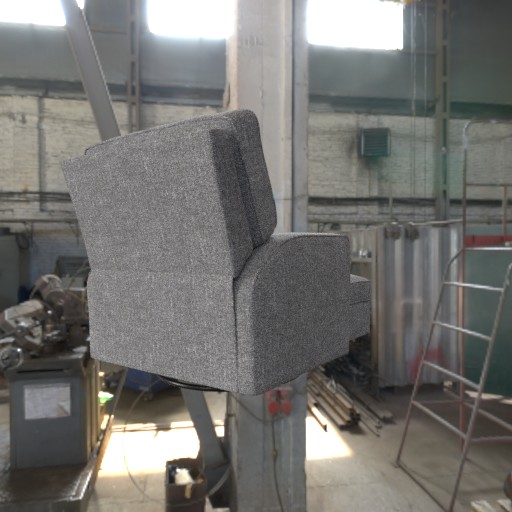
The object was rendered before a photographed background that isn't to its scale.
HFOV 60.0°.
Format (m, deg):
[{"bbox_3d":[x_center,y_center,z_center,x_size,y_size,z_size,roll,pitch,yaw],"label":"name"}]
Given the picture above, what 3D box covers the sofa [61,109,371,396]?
[{"bbox_3d":[0.000,0.000,2.028,0.861,0.959,1.472,0,1,36],"label":"sofa"}]
